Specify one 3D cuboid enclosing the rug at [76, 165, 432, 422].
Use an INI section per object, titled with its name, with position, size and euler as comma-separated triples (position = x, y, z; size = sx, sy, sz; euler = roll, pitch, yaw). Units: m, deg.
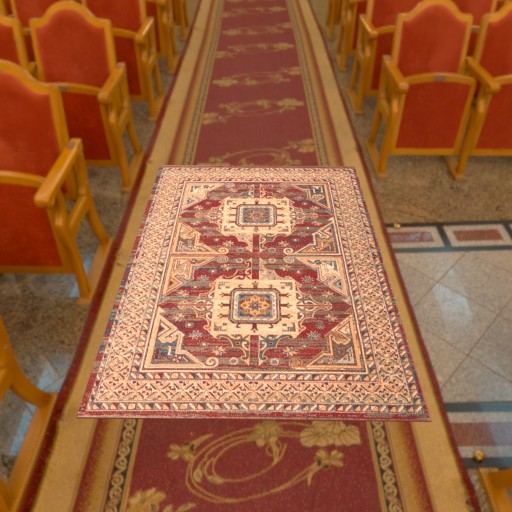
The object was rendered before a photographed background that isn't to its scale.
[rug]
position = 0.000, 0.000, 2.818
size = 1.599, 0.011, 2.210
euler = 0, 42, 0
